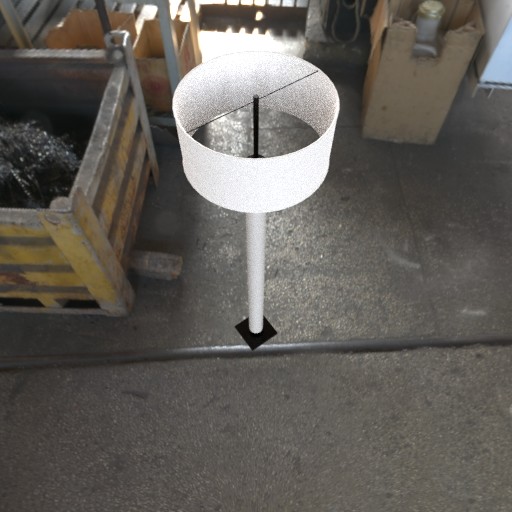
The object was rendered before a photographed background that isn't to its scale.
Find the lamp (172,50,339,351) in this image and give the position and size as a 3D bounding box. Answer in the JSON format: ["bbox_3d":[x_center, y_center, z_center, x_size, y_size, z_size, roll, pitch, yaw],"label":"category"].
[{"bbox_3d":[0.000,0.000,1.725,0.420,1.475,0.420,-31,63,-18],"label":"lamp"}]
